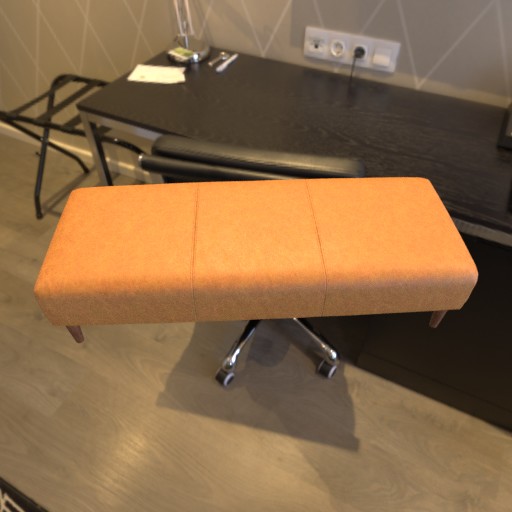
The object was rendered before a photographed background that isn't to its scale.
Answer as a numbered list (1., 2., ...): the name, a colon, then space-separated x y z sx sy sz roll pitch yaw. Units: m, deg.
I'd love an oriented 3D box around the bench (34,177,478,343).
1. bench: 0.000 0.000 1.895 1.610 0.399 0.653 -2 46 -2
